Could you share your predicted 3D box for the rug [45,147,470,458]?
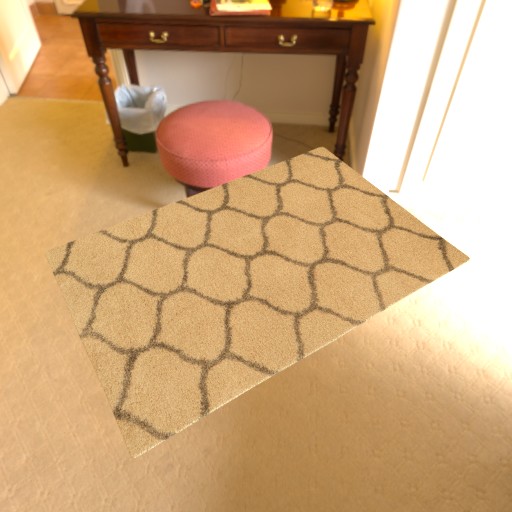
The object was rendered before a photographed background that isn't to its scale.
[{"bbox_3d":[0.000,0.000,3.362,2.701,0.026,1.801,-25,51,-22],"label":"rug"}]
